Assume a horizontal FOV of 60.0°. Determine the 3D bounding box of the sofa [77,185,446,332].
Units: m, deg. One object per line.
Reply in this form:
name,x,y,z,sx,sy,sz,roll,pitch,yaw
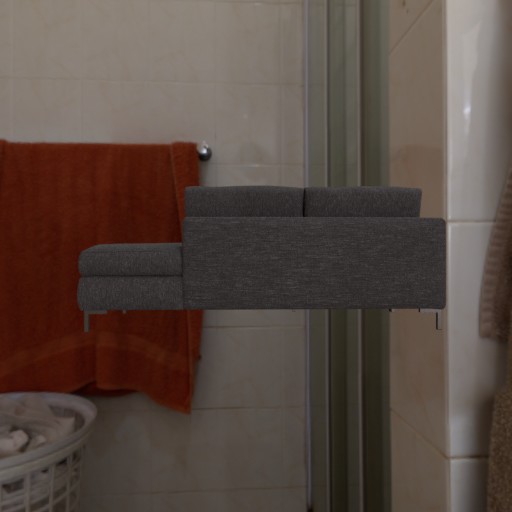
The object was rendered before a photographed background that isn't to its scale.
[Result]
sofa,0.000,0.000,3.832,2.007,0.815,2.949,0,0,-2
